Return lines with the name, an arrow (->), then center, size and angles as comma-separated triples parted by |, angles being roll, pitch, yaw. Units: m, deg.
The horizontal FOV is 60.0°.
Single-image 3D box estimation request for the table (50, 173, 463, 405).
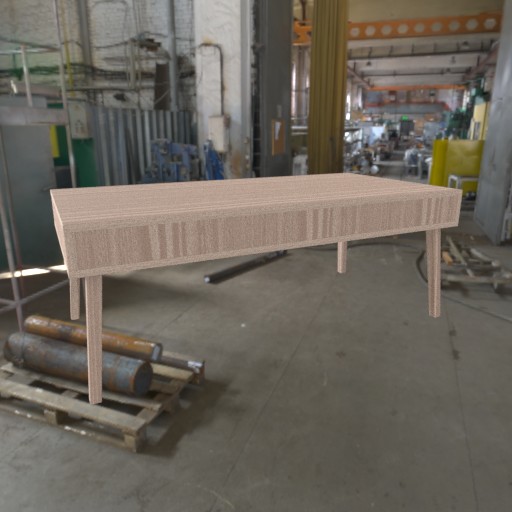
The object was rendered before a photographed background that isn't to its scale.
table -> 0.000, 0.000, 1.504 | 1.200, 0.450, 0.600 | -8, 18, -25
